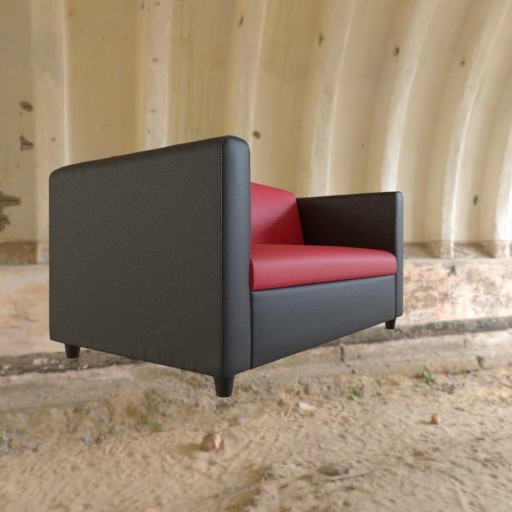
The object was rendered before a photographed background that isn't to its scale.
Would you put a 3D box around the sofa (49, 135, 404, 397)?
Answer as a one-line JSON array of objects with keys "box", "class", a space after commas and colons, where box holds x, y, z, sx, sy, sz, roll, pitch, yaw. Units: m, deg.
[{"box": [0.000, 0.000, 1.917, 0.845, 0.735, 1.410, 0, 1, 36], "class": "sofa"}]
